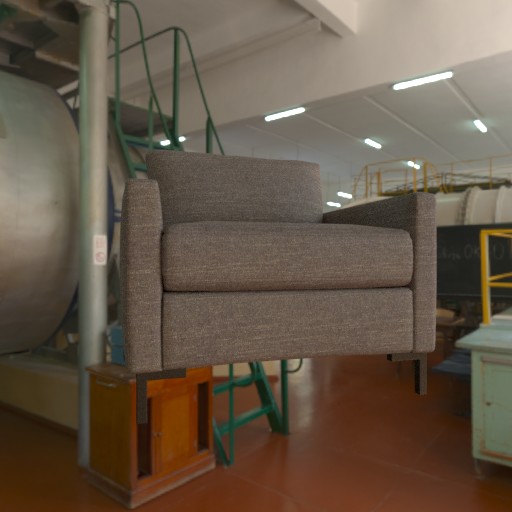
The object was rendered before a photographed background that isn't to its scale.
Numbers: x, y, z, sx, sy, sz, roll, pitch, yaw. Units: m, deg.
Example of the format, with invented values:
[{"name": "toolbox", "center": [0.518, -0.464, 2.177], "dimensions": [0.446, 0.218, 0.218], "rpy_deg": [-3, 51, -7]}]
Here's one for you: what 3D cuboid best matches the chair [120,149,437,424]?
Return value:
[{"name": "chair", "center": [0.000, 0.000, 1.598], "dimensions": [0.940, 0.841, 0.845], "rpy_deg": [0, 0, -17]}]
